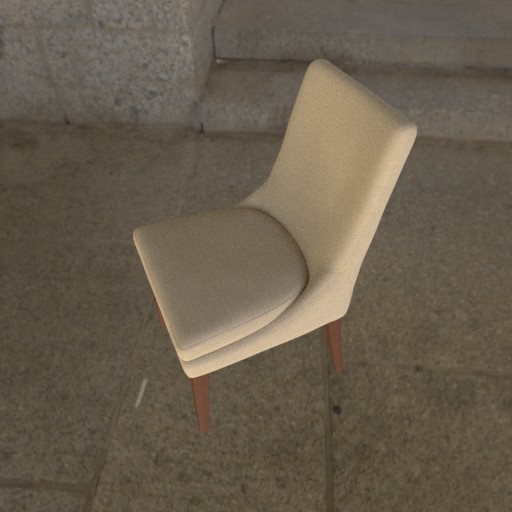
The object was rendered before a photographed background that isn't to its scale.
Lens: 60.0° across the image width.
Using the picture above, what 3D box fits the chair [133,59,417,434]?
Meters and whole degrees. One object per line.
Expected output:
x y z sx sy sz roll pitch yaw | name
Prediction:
0.000 0.000 1.332 0.638 0.940 0.515 -18 49 -17 | chair
